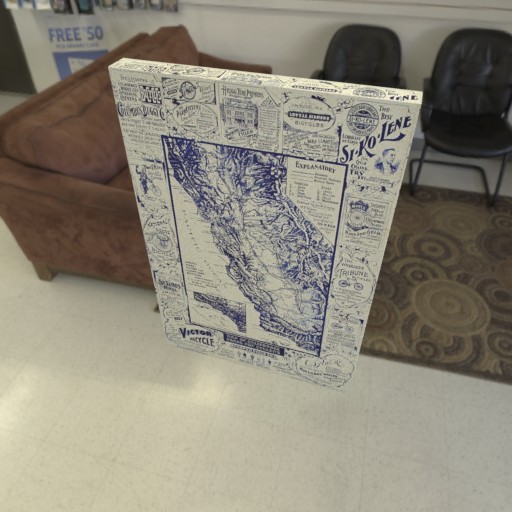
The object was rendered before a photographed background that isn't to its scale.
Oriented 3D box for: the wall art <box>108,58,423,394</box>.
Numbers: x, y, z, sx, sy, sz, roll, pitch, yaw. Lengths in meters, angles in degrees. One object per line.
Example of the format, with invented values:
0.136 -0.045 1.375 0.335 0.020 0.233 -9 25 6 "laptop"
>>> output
0.000 0.000 0.762 0.408 0.601 0.040 12 43 13 "wall art"
